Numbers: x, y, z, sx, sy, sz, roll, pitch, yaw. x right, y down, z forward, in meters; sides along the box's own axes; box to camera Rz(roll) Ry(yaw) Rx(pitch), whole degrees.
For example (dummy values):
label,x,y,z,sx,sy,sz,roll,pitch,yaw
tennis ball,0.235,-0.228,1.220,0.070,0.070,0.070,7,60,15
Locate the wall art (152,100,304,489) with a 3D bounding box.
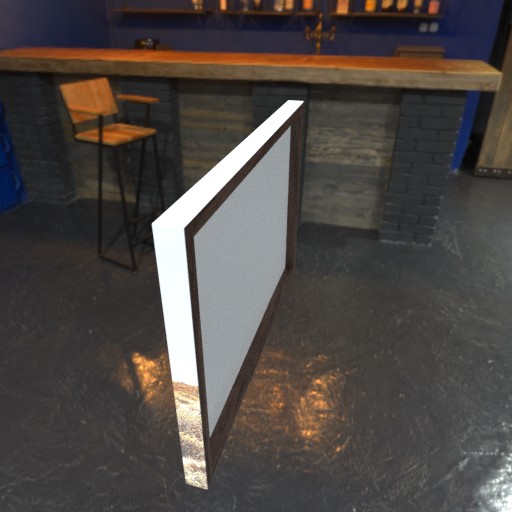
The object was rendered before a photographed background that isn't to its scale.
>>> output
label,x,y,z,sx,sy,sz,roll,pitch,yaw
wall art,0.000,0.000,1.158,0.050,0.610,0.914,8,31,14
